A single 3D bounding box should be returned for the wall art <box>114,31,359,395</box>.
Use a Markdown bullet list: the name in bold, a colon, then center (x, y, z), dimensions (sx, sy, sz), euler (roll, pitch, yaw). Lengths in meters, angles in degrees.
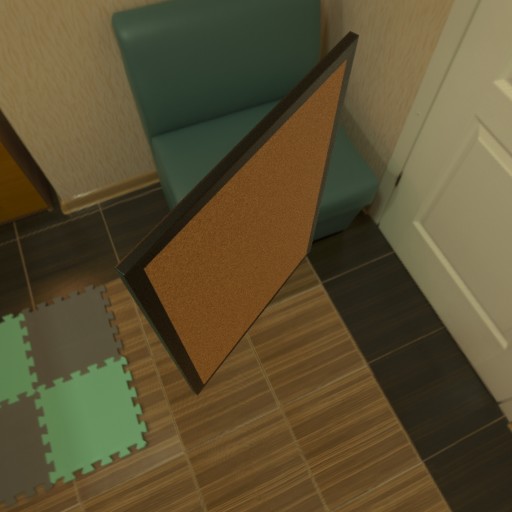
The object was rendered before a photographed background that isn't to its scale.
- **wall art**: center (0.000, 0.000, 0.844), dimensions (0.016, 0.657, 0.480), euler (33, 67, 16)
